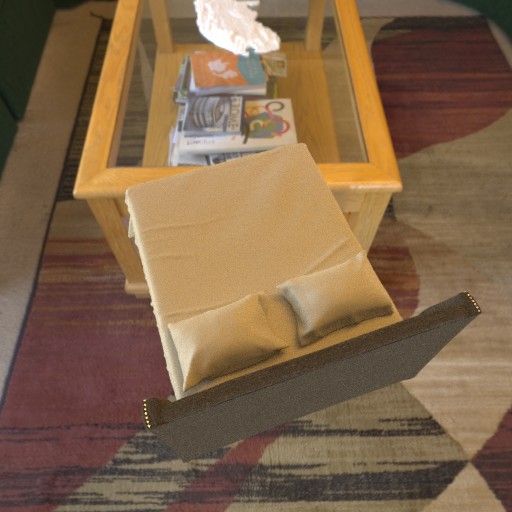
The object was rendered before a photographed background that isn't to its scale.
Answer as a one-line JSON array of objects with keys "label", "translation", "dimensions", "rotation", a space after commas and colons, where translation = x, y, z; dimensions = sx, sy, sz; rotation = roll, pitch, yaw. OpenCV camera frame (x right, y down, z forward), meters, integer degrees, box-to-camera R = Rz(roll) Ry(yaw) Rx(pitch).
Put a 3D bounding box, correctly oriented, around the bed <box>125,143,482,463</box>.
[{"label": "bed", "translation": [0.000, 0.000, 3.398], "dimensions": [1.925, 1.332, 2.276], "rotation": [-17, 60, -10]}]
